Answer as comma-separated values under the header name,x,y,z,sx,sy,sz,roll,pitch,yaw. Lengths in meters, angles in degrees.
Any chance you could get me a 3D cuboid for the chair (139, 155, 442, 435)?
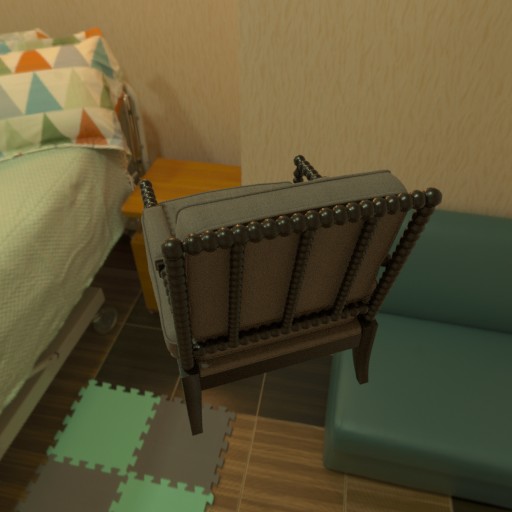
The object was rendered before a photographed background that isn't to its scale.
name,x,y,z,sx,sy,sz,roll,pitch,yaw
chair,0.000,0.000,1.140,0.540,0.661,0.622,-12,42,-14
